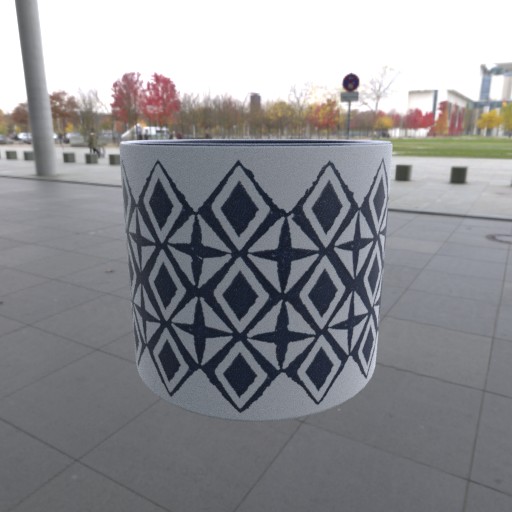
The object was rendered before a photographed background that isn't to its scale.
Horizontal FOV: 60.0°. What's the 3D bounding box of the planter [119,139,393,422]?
[{"bbox_3d":[0.000,0.000,0.403,0.224,0.203,0.224,0,16,0],"label":"planter"}]
